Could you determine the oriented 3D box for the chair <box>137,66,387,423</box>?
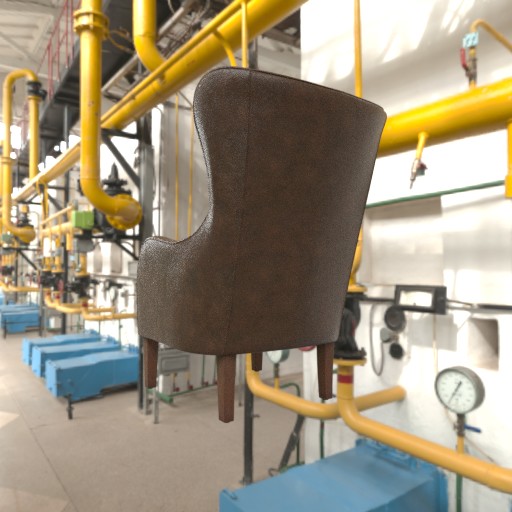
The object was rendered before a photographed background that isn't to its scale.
[{"bbox_3d":[0.000,0.000,1.635,0.692,1.048,0.914,1,-2,-35],"label":"chair"}]
